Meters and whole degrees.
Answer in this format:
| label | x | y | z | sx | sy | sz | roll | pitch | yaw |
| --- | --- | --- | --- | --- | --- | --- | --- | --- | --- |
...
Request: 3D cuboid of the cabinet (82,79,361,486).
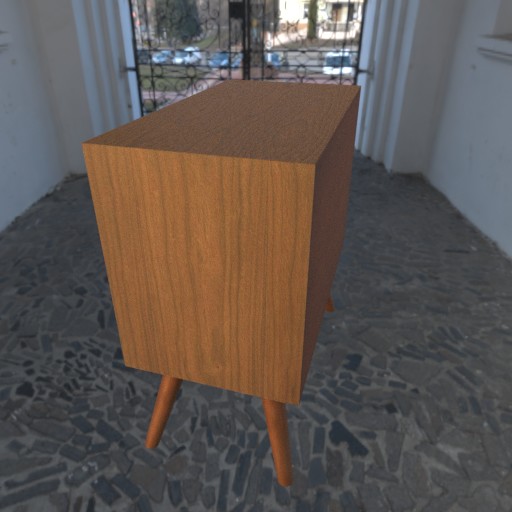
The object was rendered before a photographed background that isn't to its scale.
| label | x | y | z | sx | sy | sz | roll | pitch | yaw |
| --- | --- | --- | --- | --- | --- | --- | --- | --- | --- |
| cabinet | 0.000 | 0.000 | 1.151 | 0.388 | 0.748 | 0.712 | 9 | 31 | 14 |
